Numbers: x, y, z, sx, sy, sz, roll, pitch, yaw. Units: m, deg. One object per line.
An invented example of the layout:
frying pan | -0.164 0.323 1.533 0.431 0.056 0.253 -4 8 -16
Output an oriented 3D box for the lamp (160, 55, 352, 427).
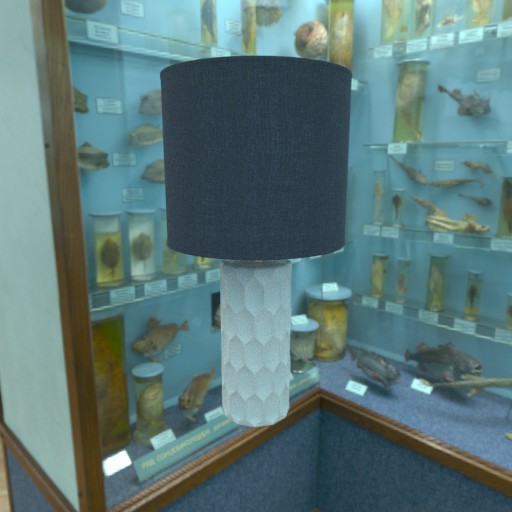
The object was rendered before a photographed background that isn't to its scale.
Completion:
lamp | 0.000 0.000 0.707 0.277 0.537 0.277 -11 16 -42
